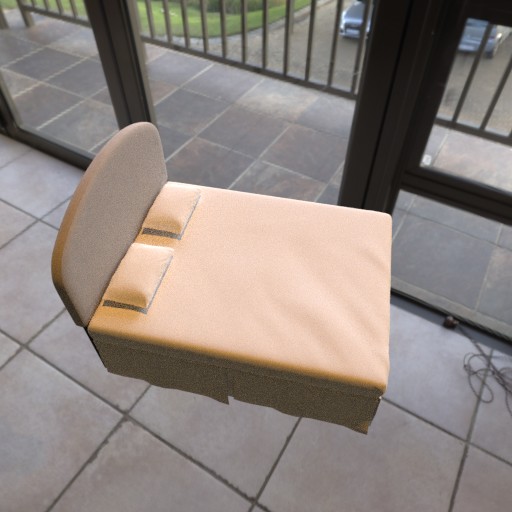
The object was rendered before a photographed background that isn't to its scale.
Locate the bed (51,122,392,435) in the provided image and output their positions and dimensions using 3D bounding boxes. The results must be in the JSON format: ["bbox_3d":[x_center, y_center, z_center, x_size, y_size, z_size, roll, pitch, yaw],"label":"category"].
[{"bbox_3d":[0.000,0.000,3.095,2.005,1.410,1.607,9,50,8],"label":"bed"}]
